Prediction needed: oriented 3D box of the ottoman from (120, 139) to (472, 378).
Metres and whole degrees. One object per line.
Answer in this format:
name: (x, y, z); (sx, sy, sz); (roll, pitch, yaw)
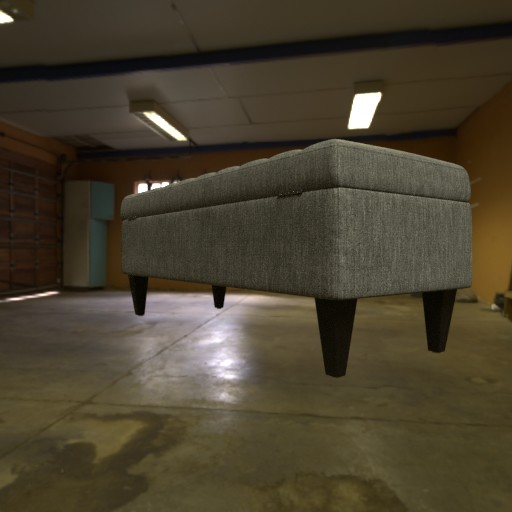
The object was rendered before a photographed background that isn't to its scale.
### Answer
ottoman: (0.000, 0.000, 1.399); (0.482, 0.469, 1.151); (-1, 1, -36)
